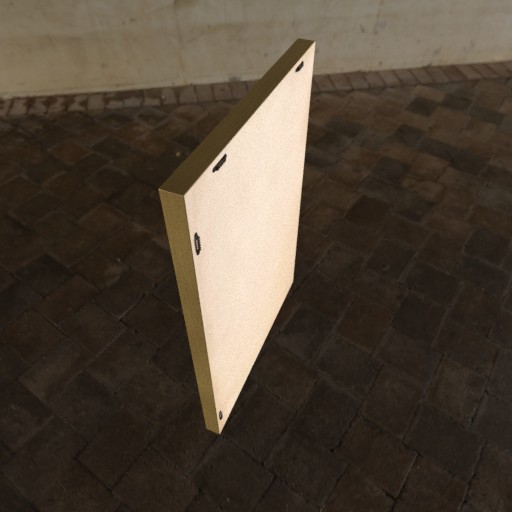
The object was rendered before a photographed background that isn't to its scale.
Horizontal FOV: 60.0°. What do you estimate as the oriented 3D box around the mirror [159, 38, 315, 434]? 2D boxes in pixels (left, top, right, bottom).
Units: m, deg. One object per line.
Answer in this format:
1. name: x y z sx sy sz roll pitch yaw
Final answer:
1. mirror: 0.000 0.000 0.945 0.040 0.710 0.507 17 49 16
